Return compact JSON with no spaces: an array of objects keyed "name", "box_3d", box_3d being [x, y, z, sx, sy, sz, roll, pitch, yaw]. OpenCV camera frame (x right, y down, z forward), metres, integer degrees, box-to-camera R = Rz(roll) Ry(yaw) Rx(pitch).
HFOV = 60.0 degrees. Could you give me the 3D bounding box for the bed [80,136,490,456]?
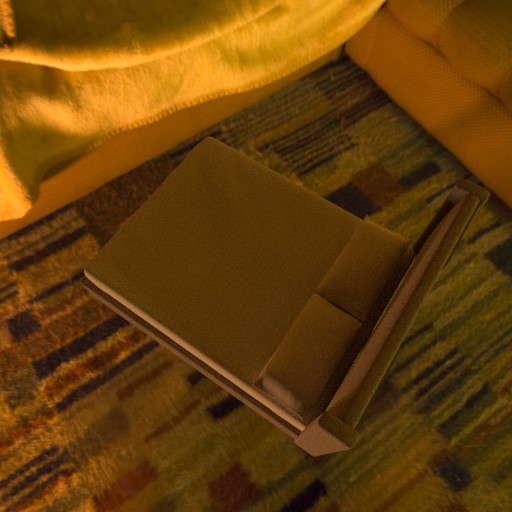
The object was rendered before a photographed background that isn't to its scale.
[{"name":"bed","box_3d":[0.000,0.000,3.269,2.245,1.481,1.714,32,68,14]}]
